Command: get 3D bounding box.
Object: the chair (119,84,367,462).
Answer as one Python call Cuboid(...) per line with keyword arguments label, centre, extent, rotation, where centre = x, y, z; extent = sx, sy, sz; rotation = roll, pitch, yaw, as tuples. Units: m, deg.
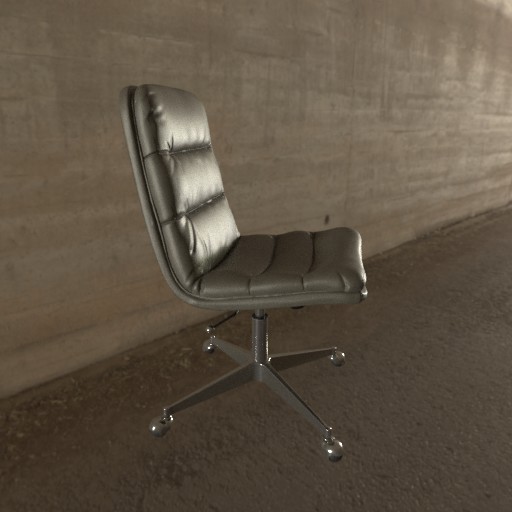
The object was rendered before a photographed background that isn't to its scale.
Cuboid(label="chair", centre=(0.000, 0.000, 1.019), extent=(0.485, 0.738, 0.422), rotation=(3, 17, 10))
